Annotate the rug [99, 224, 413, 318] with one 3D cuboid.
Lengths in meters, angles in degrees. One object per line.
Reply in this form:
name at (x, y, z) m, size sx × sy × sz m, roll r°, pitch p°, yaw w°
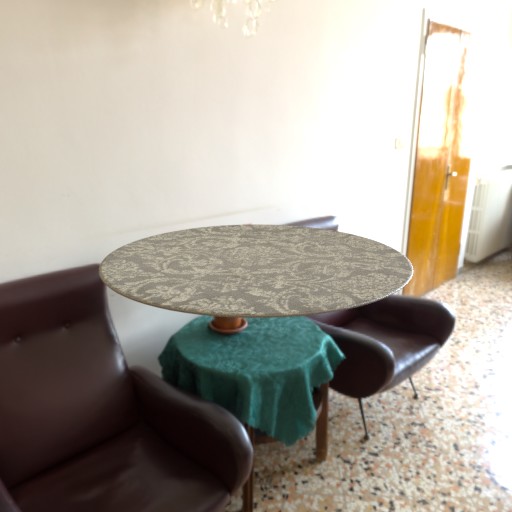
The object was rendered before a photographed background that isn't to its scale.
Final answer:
rug at (0.000, 0.000, 2.372) m, size 1.593 × 0.012 × 1.593 m, roll 0°, pitch 16°, yaw 0°
